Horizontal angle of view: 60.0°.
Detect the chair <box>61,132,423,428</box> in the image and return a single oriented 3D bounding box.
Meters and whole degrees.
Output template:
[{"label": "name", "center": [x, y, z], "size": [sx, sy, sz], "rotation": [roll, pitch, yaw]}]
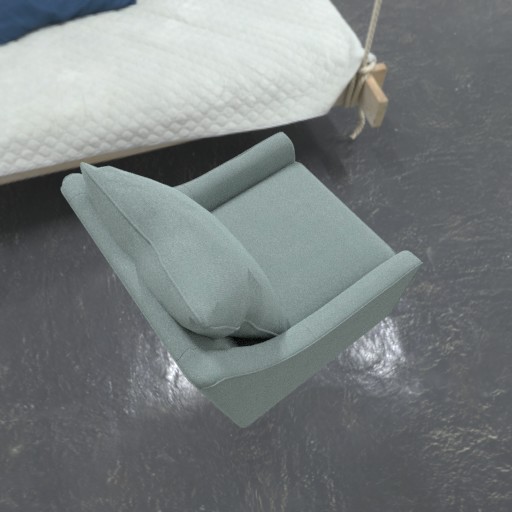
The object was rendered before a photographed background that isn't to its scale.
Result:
[{"label": "chair", "center": [0.000, 0.000, 1.543], "size": [0.870, 0.926, 0.760], "rotation": [-33, 65, -18]}]
